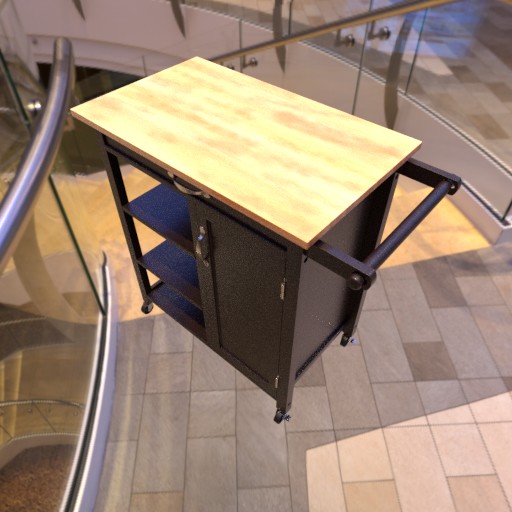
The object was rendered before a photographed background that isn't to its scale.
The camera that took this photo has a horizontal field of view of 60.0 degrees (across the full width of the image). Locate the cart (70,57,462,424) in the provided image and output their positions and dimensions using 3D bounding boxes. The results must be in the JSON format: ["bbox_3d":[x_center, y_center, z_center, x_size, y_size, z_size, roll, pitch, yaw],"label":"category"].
[{"bbox_3d":[0.000,0.000,1.417,0.914,0.878,0.472,32,54,27],"label":"cart"}]
